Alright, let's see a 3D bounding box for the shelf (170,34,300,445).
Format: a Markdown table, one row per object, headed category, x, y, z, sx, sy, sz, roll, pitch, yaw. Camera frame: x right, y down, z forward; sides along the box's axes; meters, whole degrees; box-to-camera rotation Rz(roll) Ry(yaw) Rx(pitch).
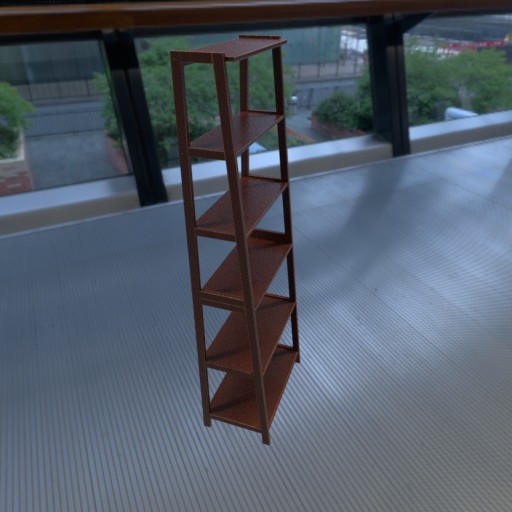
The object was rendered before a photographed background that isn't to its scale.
| category | x | y | z | sx | sy | sz | roll | pitch | yaw |
| --- | --- | --- | --- | --- | --- | --- | --- | --- | --- |
| shelf | 0.000 | 0.000 | 2.174 | 0.381 | 1.892 | 0.660 | 10 | 33 | 16 |
